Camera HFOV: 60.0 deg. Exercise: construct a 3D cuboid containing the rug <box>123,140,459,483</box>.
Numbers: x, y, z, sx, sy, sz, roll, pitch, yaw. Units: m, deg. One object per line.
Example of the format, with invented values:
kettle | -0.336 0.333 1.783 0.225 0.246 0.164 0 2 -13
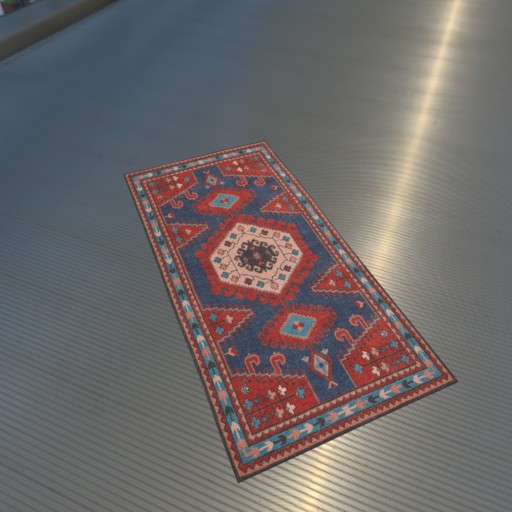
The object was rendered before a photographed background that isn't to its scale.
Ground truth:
rug | 0.000 0.000 3.574 1.522 0.034 3.032 -18 50 -16
